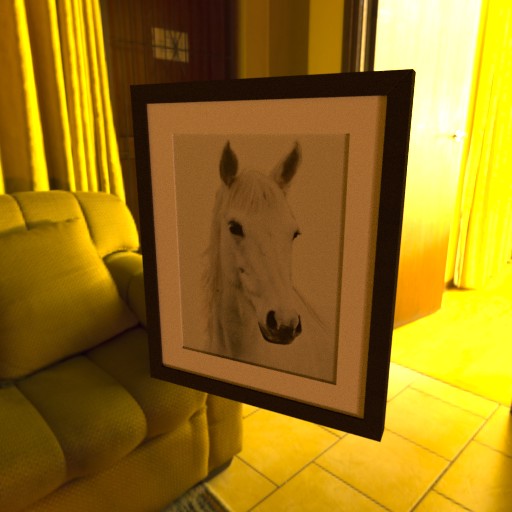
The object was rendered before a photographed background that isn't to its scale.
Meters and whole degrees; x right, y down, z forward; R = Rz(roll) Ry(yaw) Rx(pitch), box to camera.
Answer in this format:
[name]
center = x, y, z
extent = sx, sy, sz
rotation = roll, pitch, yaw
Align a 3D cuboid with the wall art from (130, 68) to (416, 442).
[wall art]
center = 0.000, 0.000, 0.741
extent = 0.455, 0.552, 0.034
rotation = 7, 17, 25
